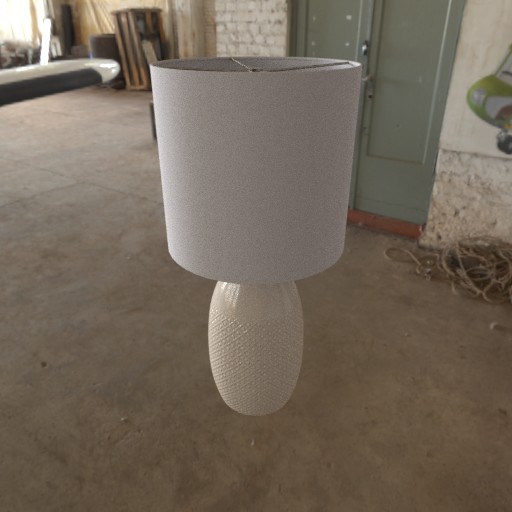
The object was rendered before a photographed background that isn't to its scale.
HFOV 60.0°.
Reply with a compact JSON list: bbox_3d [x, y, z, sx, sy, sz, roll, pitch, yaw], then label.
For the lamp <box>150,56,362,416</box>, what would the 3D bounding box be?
[{"bbox_3d":[0.000,0.000,0.565,0.217,0.453,0.217,-8,28,-15],"label":"lamp"}]
